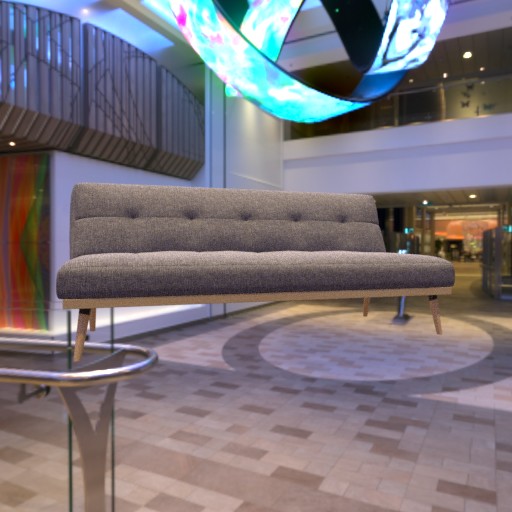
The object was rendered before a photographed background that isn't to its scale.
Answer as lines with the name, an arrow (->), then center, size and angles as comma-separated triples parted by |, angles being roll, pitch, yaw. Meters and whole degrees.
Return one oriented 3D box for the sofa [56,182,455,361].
sofa -> 0.000, 0.000, 2.281 | 1.820, 0.770, 0.820 | 0, 1, -18
